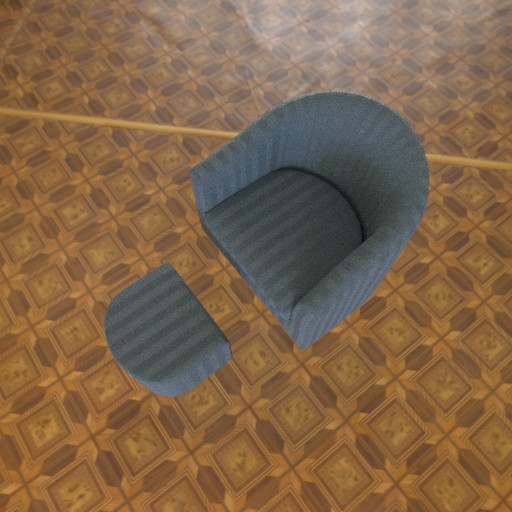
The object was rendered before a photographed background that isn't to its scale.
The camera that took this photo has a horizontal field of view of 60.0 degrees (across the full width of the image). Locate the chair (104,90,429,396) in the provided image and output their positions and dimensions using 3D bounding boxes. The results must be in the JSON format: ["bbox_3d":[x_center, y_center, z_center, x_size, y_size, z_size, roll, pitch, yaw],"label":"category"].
[{"bbox_3d":[0.000,0.000,1.739,1.288,0.757,0.756,-34,68,-16],"label":"chair"}]
